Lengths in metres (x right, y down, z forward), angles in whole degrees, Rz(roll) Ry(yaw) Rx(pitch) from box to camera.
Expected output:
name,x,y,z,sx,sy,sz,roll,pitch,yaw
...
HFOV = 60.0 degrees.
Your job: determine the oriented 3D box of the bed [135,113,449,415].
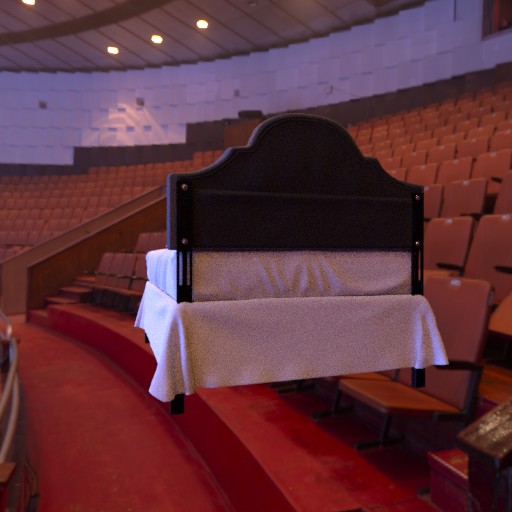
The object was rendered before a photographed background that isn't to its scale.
name,x,y,z,sx,sy,sz,roll,pitch,yaw
bed,0.000,0.000,3.449,1.780,1.634,2.222,0,0,-18
